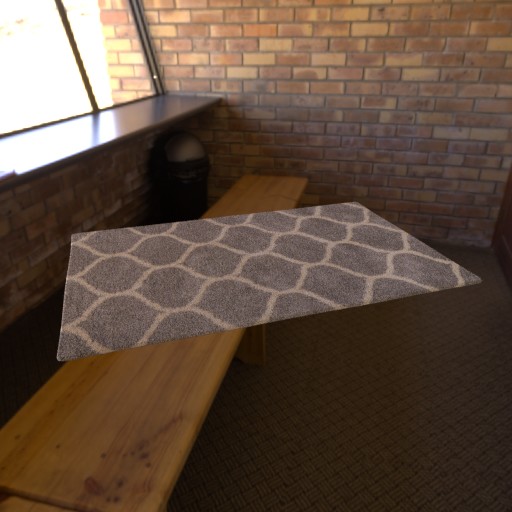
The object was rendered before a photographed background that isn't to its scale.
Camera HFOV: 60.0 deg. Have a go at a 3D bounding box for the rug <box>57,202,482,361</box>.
[{"bbox_3d":[0.000,0.000,2.934,2.348,0.025,1.501,-8,27,-16],"label":"rug"}]
